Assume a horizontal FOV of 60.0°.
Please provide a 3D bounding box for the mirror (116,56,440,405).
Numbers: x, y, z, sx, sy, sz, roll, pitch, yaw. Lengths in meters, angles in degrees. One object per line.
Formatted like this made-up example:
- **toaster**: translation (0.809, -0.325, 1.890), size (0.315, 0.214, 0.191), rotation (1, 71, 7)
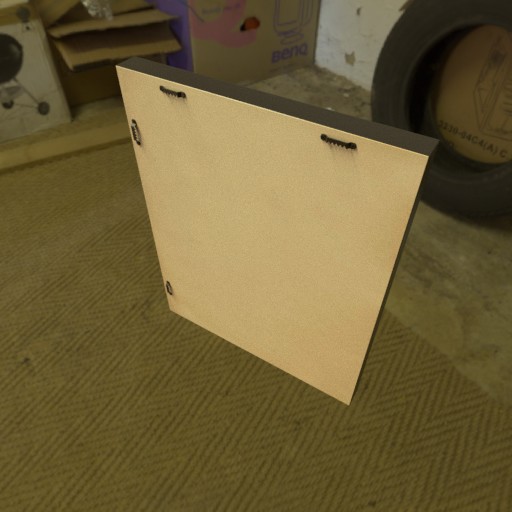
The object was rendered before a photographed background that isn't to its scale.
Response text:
- **mirror**: translation (0.000, 0.000, 0.685), size (0.406, 0.509, 0.041), rotation (24, 50, 22)
